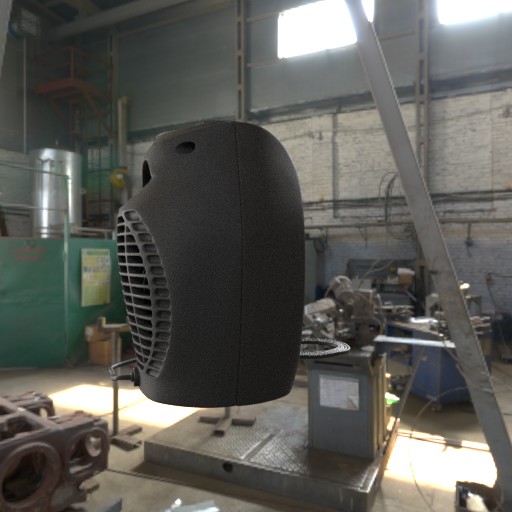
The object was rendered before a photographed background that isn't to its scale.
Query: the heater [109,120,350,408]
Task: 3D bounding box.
[{"bbox_3d":[0.000,0.000,0.463,0.291,0.240,0.239,0,0,-19],"label":"heater"}]
